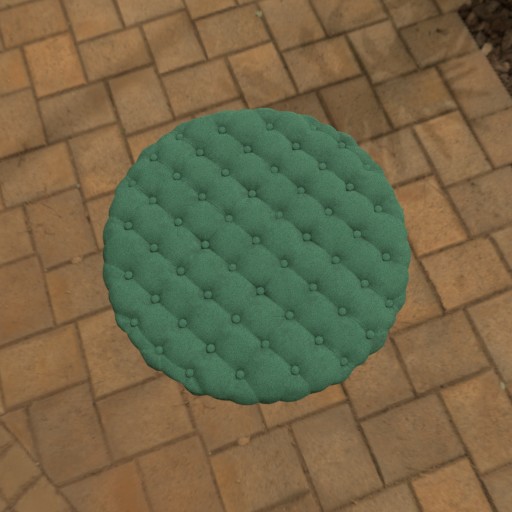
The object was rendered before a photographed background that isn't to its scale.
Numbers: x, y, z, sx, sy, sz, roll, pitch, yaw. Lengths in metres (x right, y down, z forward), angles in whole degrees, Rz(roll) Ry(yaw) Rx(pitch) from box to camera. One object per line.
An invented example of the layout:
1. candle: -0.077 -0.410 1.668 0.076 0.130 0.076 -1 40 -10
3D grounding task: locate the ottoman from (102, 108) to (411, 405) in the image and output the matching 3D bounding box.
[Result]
1. ottoman: 0.000 0.000 1.558 0.998 0.399 0.998 0 75 0
